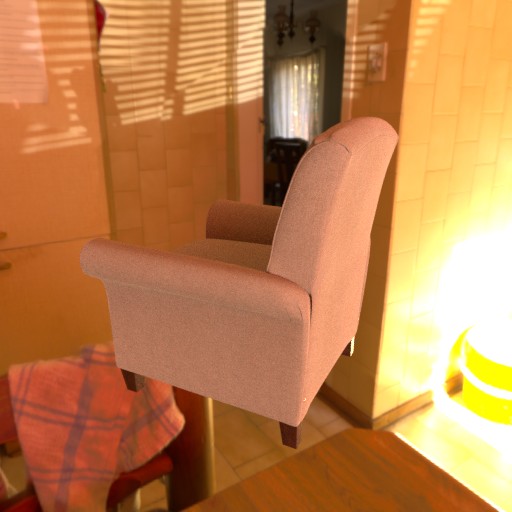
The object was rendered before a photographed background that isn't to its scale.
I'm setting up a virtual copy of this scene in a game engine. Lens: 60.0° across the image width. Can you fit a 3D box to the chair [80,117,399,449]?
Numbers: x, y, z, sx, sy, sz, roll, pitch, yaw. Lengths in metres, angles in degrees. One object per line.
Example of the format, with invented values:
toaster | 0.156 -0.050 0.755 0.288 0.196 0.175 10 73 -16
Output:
chair | 0.000 0.000 1.766 0.905 1.061 0.978 9 20 26
